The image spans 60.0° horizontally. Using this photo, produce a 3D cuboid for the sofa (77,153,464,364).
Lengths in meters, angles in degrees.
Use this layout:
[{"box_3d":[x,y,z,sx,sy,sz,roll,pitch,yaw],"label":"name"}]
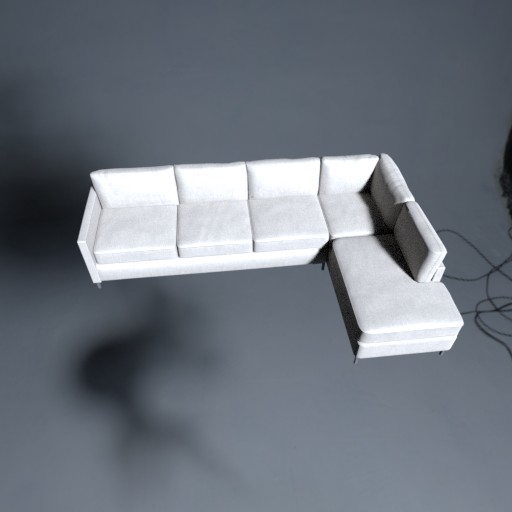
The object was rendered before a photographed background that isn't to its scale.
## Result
[{"box_3d":[0.000,0.000,4.338,3.331,0.964,2.077,-4,46,-4],"label":"sofa"}]
